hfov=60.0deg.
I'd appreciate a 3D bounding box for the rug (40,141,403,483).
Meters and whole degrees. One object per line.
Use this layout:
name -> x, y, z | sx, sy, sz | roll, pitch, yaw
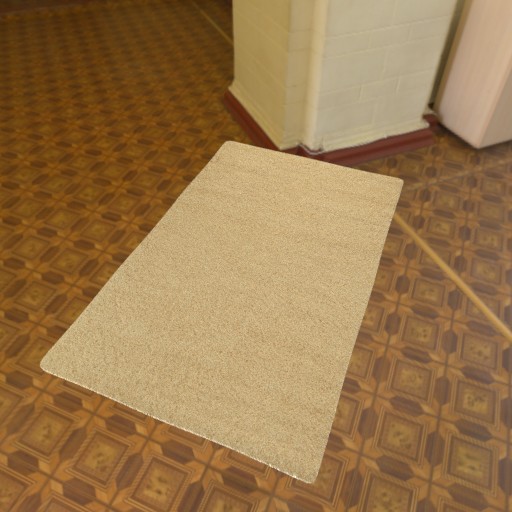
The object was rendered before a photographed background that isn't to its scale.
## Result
rug -> 0.000, 0.000, 2.855 | 1.500, 0.026, 2.349 | 16, 48, 15
